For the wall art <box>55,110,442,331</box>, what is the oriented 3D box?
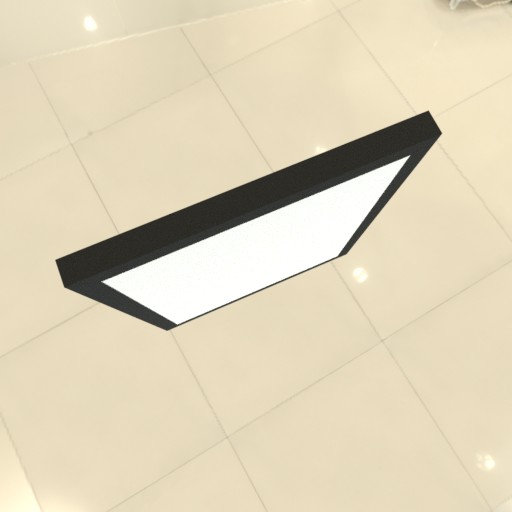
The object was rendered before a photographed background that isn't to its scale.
[{"bbox_3d":[0.000,0.000,0.552,0.329,0.404,0.024,-23,77,-6],"label":"wall art"}]
